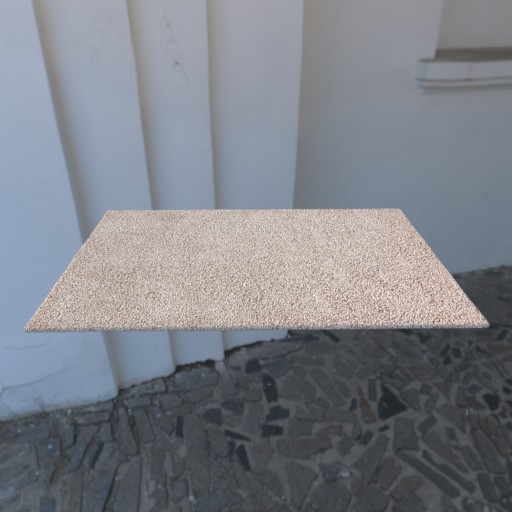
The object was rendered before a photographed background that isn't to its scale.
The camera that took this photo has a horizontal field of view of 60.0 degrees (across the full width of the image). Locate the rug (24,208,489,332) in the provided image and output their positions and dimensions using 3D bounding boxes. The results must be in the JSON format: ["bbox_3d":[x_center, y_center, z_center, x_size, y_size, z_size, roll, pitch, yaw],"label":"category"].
[{"bbox_3d":[0.000,0.000,3.375,2.743,0.030,1.778,0,29,-1],"label":"rug"}]
